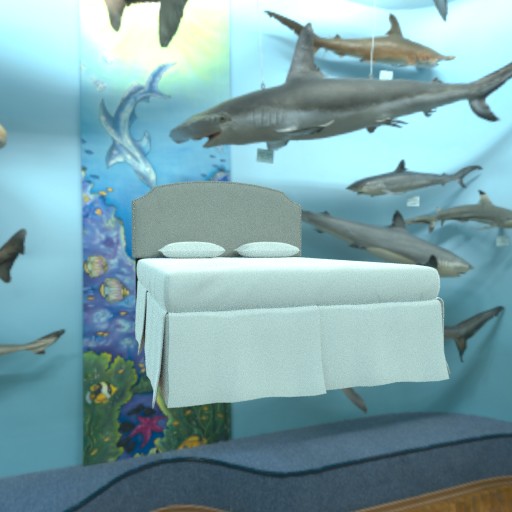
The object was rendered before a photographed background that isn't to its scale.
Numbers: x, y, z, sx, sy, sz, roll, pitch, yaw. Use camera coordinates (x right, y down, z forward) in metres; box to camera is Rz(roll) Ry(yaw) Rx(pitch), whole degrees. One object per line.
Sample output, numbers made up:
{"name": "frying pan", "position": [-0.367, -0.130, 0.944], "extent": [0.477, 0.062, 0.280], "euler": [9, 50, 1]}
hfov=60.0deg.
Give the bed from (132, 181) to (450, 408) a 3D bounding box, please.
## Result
{"name": "bed", "position": [0.000, 0.000, 3.005], "extent": [1.558, 1.270, 1.999], "euler": [0, 1, -19]}
